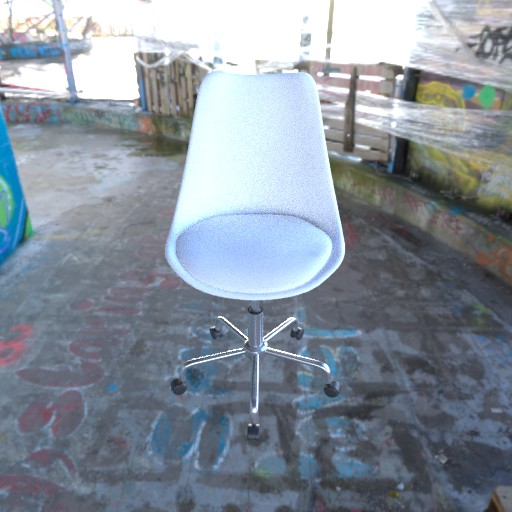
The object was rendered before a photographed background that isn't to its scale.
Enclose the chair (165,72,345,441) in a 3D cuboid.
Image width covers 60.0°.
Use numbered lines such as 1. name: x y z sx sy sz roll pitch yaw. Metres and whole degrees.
1. chair: 0.000 0.000 1.279 0.550 0.930 0.550 1 29 2
